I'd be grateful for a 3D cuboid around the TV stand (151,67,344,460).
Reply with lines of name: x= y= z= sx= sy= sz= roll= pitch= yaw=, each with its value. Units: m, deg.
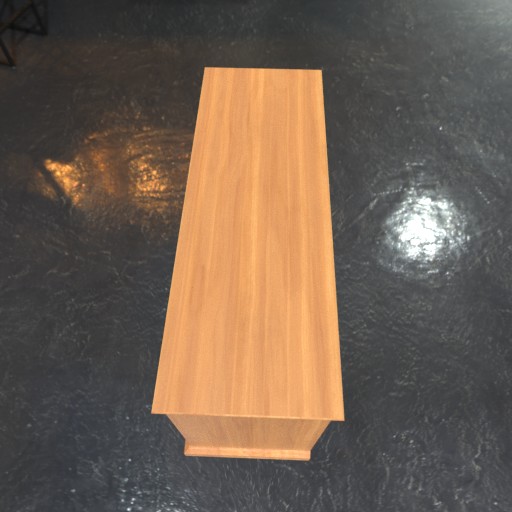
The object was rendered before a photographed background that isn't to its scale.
TV stand: x=0.000 y=0.000 z=1.504 sx=0.417 sy=0.607 sz=1.181 roll=2 pitch=58 yaw=1
